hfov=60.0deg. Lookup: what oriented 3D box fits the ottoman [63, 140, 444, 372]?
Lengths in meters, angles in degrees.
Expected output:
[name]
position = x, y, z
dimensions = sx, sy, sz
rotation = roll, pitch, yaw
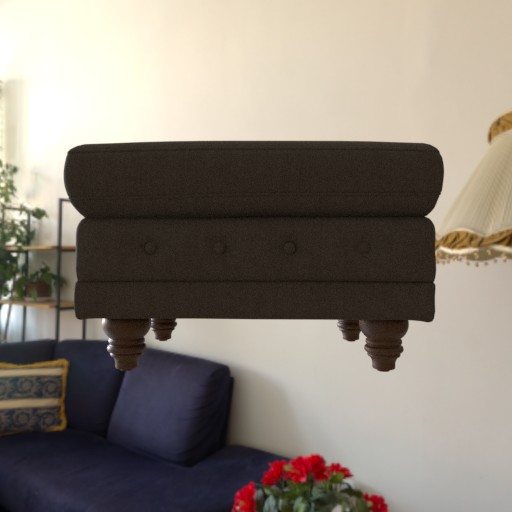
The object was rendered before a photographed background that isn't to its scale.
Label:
[ottoman]
position = 0.000, 0.000, 1.145
dimensions = 0.771, 0.500, 0.569
rotation = 0, -1, 1
